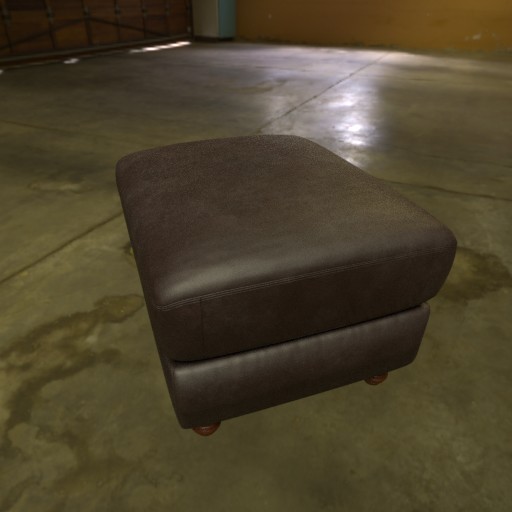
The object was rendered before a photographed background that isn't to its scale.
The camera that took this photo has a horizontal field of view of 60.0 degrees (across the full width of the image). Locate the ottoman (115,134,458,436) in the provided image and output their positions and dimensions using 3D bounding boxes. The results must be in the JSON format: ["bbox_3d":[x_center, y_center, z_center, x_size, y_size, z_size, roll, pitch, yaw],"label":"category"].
[{"bbox_3d":[0.000,0.000,1.259,0.670,0.569,0.806,-10,32,-17],"label":"ottoman"}]
